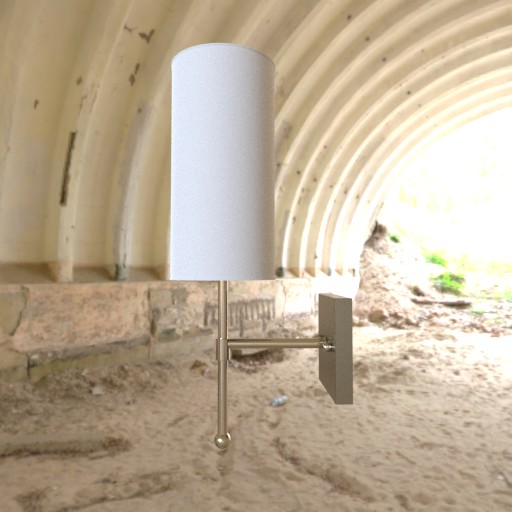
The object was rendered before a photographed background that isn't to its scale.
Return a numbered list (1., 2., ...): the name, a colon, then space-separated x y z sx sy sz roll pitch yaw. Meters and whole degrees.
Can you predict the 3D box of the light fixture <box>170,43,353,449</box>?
1. light fixture: 0.000 0.000 0.541 0.208 0.462 0.128 0 -2 -1
